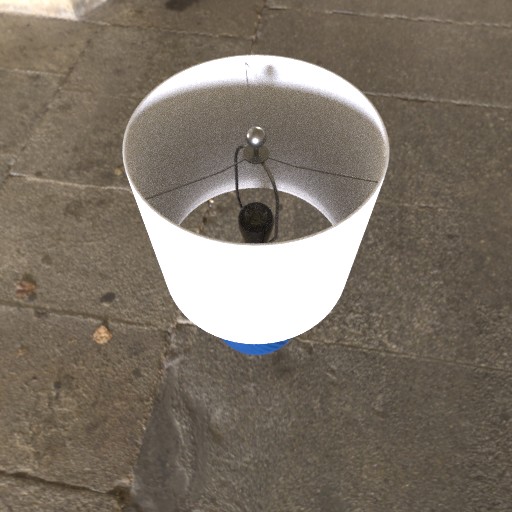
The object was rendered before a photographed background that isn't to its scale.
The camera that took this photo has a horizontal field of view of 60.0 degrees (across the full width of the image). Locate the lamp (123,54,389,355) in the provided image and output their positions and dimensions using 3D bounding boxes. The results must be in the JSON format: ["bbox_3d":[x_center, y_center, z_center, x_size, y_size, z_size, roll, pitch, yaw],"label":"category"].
[{"bbox_3d":[0.000,0.000,0.493,0.203,0.368,0.203,-31,64,-18],"label":"lamp"}]
